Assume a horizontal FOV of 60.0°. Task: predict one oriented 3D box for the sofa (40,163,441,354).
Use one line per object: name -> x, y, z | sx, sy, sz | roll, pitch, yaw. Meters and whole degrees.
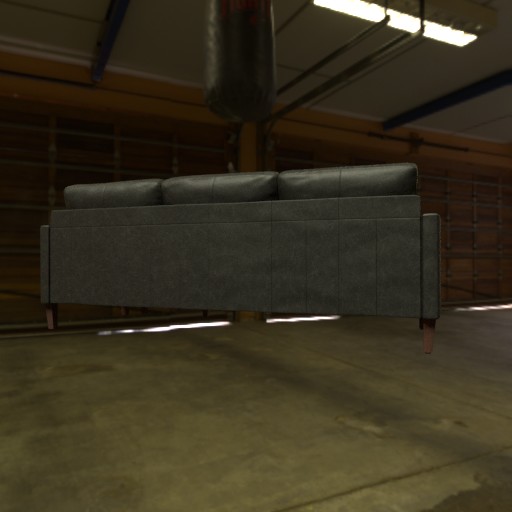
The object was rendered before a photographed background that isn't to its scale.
sofa -> 0.000, 0.000, 2.939 | 2.178, 0.876, 1.497 | 0, -1, 19
